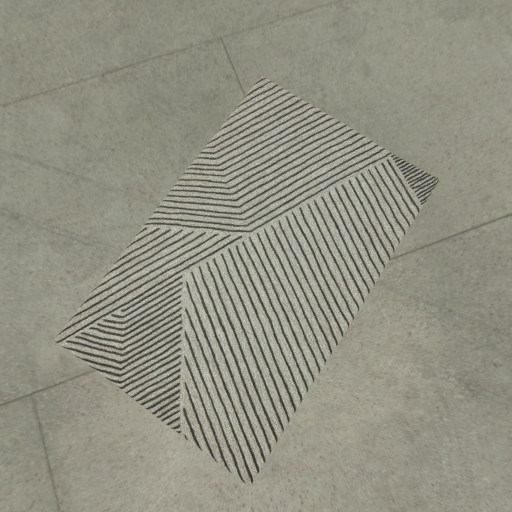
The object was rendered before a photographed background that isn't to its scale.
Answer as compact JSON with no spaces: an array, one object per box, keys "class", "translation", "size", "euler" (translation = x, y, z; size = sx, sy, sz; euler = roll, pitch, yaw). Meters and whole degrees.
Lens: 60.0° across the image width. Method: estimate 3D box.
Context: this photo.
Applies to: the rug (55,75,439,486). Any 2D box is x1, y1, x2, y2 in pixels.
[{"class":"rug","translation":[0.000,0.000,3.013],"size":[1.539,0.023,2.406],"euler":[33,78,8]}]
